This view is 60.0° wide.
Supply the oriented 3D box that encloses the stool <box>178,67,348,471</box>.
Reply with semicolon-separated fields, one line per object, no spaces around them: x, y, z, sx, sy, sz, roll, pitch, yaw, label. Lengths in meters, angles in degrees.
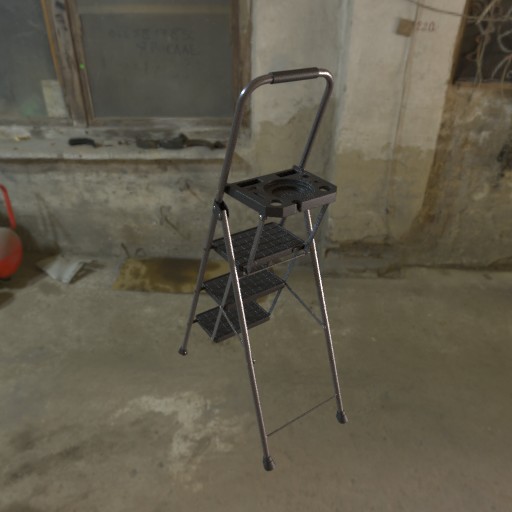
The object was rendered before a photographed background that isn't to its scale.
0.000;0.000;1.573;0.396;1.277;0.733;-19;36;-28;stool
